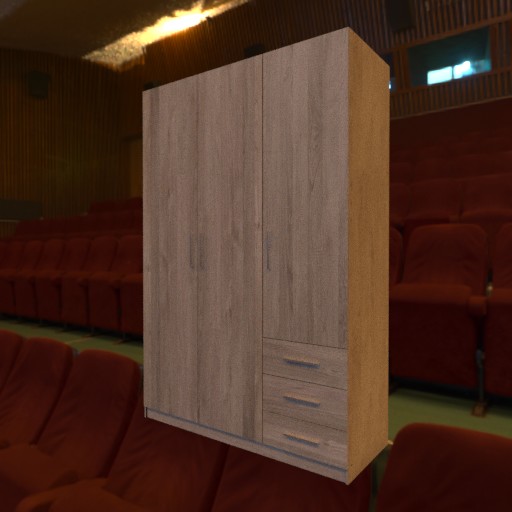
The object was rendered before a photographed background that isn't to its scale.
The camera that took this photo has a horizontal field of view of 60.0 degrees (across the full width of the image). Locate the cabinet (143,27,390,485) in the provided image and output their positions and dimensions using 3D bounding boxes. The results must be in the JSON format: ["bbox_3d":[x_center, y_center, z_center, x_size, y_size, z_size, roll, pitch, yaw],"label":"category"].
[{"bbox_3d":[0.000,0.000,2.415,1.290,1.910,0.510,1,1,36],"label":"cabinet"}]
